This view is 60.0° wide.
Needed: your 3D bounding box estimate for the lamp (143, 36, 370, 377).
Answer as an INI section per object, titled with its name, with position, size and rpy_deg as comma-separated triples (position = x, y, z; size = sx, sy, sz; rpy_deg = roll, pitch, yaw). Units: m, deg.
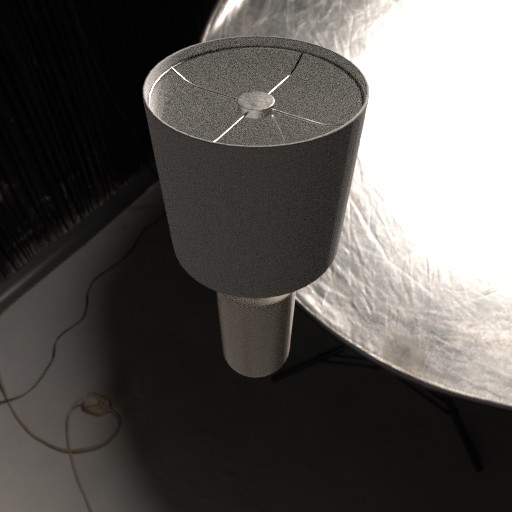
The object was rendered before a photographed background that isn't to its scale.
[lamp]
position = 0.000, 0.000, 0.602
size = 0.212, 0.493, 0.212
rpy_deg = 24, 52, 20
